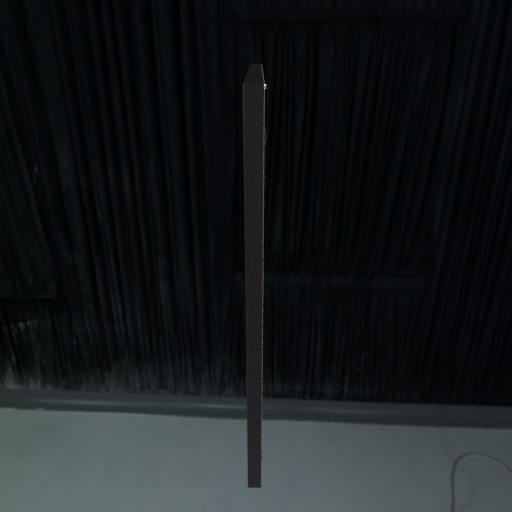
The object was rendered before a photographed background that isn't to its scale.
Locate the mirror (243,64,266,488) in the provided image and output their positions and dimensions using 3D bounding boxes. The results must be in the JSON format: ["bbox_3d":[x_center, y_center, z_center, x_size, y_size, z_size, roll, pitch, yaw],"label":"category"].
[{"bbox_3d":[0.000,0.000,1.314,0.041,1.016,0.762,0,26,0],"label":"mirror"}]
